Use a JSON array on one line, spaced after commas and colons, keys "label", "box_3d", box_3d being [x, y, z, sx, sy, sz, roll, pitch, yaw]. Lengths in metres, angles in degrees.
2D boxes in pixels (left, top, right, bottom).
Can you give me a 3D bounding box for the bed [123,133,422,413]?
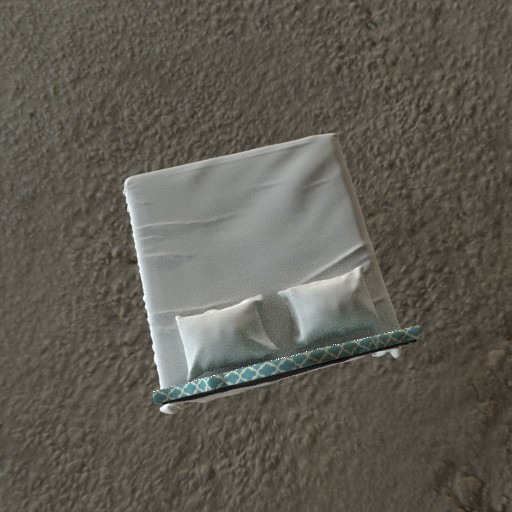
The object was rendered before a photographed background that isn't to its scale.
[{"label": "bed", "box_3d": [0.000, 0.000, 3.781, 2.314, 1.601, 2.222, -13, 75, -4]}]
